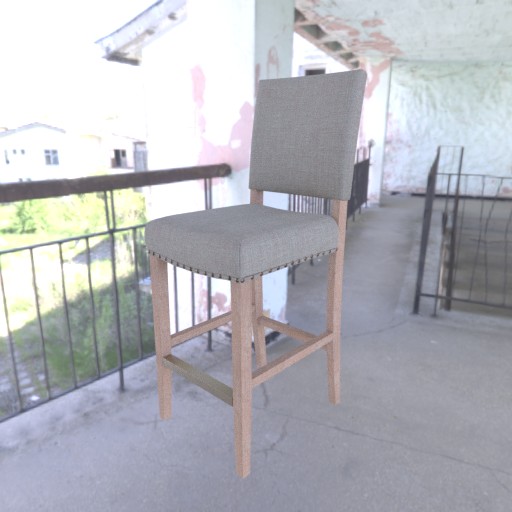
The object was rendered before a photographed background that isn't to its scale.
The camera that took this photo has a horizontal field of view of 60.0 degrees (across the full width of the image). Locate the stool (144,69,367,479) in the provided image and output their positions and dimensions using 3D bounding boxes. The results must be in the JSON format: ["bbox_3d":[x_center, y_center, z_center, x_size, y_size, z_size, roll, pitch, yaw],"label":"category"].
[{"bbox_3d":[0.000,0.000,1.488,0.445,1.173,0.585,15,21,42],"label":"stool"}]
